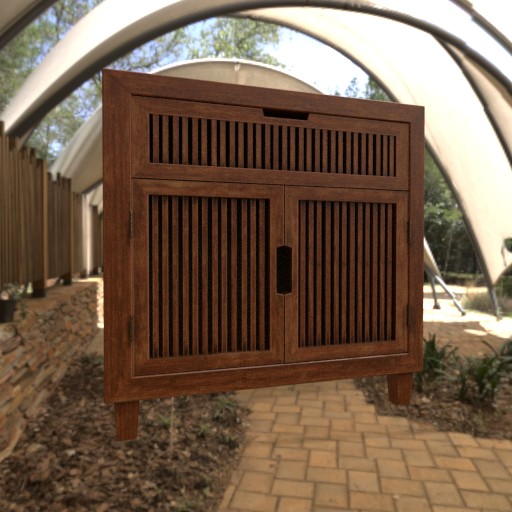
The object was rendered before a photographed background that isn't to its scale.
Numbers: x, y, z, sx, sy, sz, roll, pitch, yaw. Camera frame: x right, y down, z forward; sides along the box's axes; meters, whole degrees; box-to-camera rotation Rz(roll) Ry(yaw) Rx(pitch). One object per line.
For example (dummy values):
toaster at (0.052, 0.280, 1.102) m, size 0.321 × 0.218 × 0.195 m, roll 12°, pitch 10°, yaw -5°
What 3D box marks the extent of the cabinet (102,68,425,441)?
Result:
cabinet at (0.000, 0.000, 1.231) m, size 0.796 × 0.785 × 0.412 m, roll 0°, pitch 1°, yaw -18°
